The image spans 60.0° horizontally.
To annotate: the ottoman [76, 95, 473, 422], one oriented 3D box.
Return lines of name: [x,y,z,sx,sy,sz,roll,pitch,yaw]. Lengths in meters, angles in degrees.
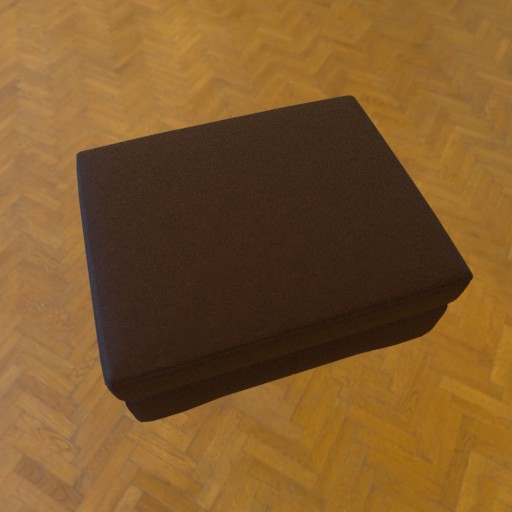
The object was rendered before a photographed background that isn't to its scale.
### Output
ottoman: [0.000,0.000,1.813,1.187,0.730,0.967,-15,58,-9]
